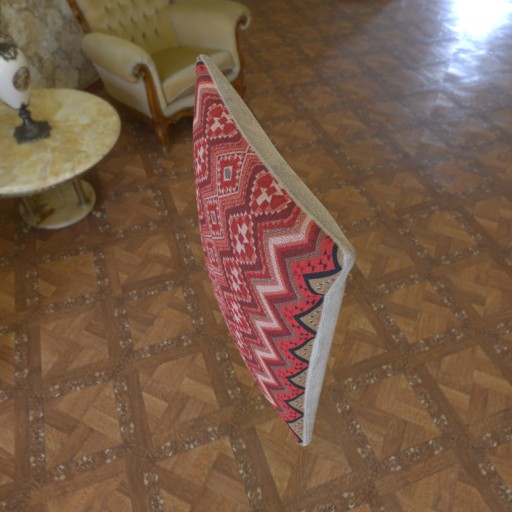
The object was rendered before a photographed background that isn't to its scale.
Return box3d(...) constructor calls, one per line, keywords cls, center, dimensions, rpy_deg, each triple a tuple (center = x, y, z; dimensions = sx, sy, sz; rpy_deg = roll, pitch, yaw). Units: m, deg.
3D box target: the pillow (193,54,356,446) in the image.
box3d(cls="pillow", center=(0.000, 0.000, 0.776), dimensions=(0.158, 0.511, 0.513), rpy_deg=(-16, 49, -14))
